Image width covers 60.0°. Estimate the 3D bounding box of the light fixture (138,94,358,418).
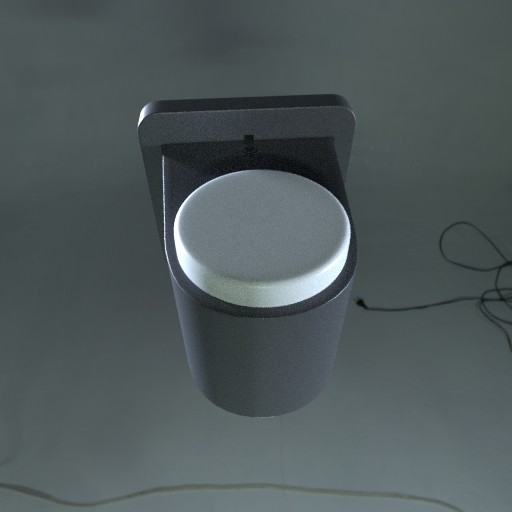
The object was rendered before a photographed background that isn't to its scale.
[{"bbox_3d":[0.000,0.000,0.218,0.109,0.109,0.132,-3,45,-3],"label":"light fixture"}]
